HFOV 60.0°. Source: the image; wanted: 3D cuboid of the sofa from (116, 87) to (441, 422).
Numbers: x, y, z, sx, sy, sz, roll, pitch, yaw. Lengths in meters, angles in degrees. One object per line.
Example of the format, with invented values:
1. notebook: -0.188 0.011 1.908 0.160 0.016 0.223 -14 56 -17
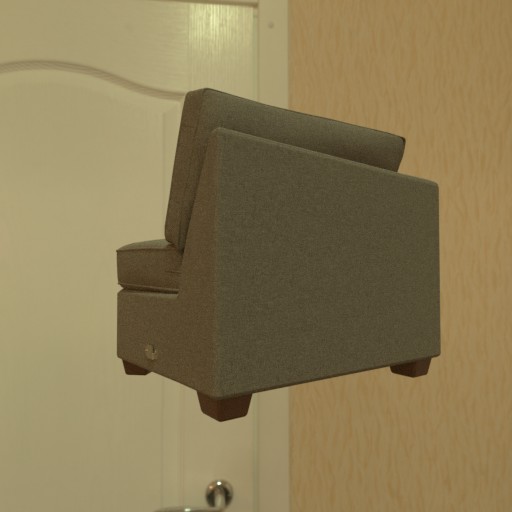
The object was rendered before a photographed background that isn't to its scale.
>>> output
1. sofa: 0.000 0.000 1.866 1.042 0.951 1.050 1 -2 -36
